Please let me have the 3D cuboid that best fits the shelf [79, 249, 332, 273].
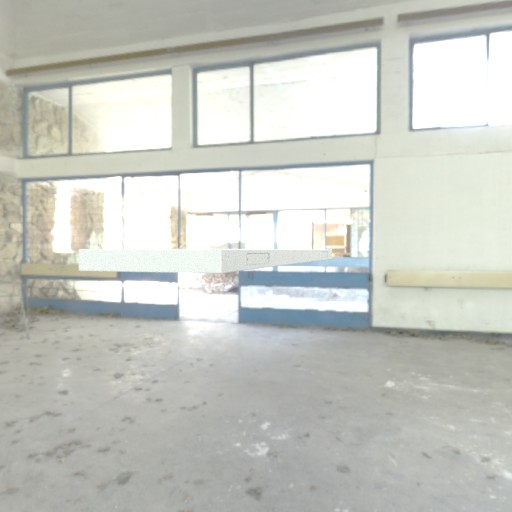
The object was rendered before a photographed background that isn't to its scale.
[{"bbox_3d":[0.000,0.000,0.669,0.140,0.020,0.610,0,1,18],"label":"shelf"}]
